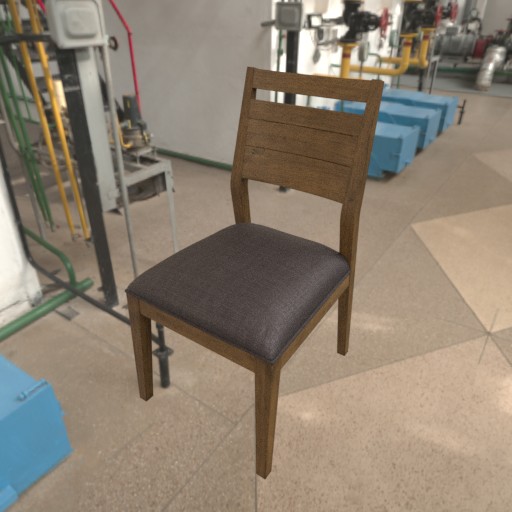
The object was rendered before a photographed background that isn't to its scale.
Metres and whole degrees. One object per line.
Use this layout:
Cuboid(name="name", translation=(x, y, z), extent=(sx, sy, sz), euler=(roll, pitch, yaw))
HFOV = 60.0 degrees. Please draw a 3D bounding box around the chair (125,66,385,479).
Cuboid(name="chair", translation=(0.000, 0.000, 1.293), extent=(0.501, 0.939, 0.610), euler=(20, 36, 30))
